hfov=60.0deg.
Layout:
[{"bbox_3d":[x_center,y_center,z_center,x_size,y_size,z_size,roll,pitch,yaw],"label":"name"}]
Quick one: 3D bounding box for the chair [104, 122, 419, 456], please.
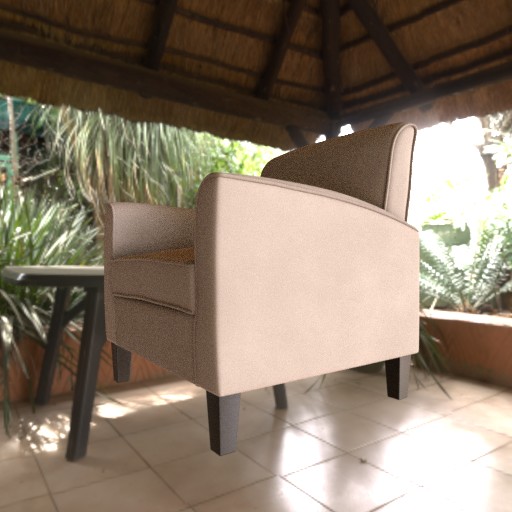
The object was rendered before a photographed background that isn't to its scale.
[{"bbox_3d":[0.000,0.000,1.536,0.820,0.915,0.820,0,1,-36],"label":"chair"}]
